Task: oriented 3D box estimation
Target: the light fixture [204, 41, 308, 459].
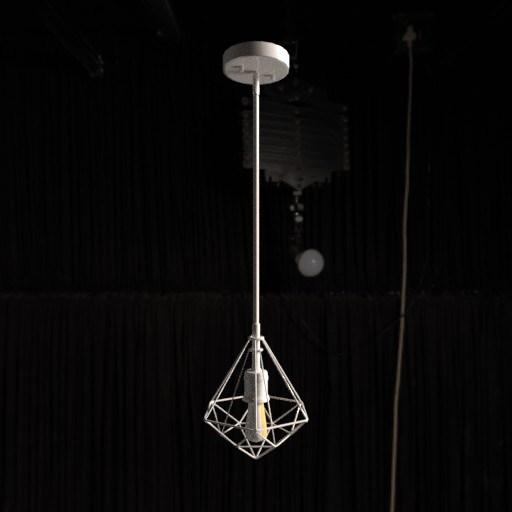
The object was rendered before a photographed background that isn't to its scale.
[{"bbox_3d":[0.000,0.000,1.951,0.431,1.764,0.487,0,-2,0],"label":"light fixture"}]
